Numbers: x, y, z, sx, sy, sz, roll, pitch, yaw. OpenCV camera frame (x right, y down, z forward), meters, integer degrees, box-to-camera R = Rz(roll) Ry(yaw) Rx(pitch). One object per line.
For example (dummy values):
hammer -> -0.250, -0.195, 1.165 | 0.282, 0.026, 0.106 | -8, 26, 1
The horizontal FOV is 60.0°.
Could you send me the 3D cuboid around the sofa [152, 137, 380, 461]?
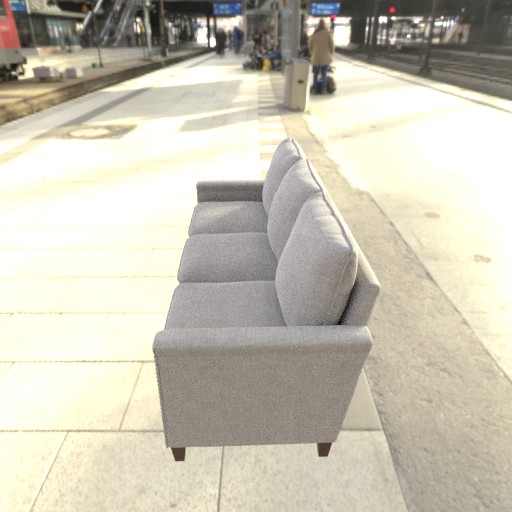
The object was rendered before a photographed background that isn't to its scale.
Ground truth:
sofa -> 0.000, 0.000, 2.453 | 0.828, 0.959, 1.925 | -1, 27, -2
